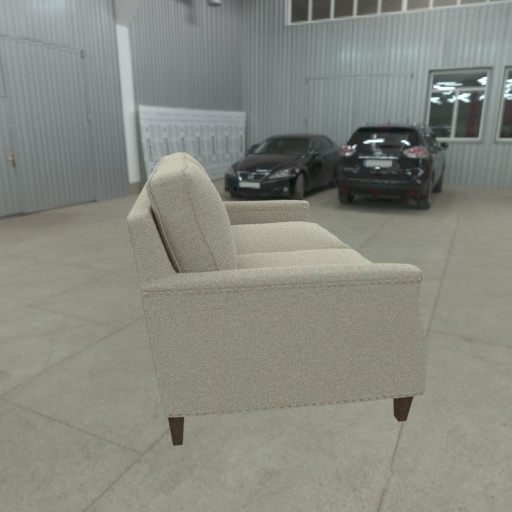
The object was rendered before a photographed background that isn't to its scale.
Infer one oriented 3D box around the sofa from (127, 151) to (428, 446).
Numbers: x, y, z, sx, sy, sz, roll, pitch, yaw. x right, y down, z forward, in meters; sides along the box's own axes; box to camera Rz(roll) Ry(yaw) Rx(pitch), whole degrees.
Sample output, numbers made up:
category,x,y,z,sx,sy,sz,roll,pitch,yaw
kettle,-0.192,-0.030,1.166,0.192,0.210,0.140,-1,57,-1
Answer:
category,x,y,z,sx,sy,sz,roll,pitch,yaw
sofa,0.000,0.000,2.260,1.084,1.003,1.597,-3,16,-9
